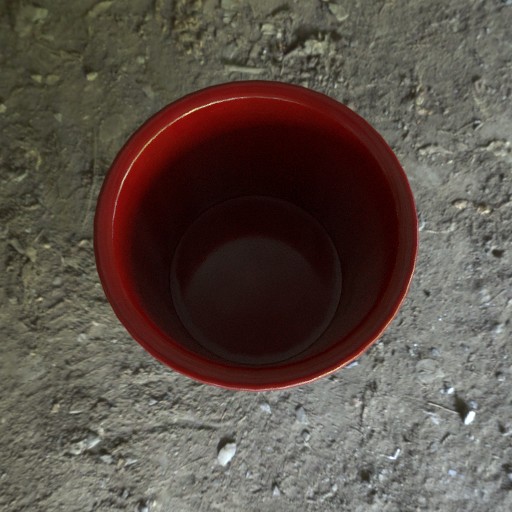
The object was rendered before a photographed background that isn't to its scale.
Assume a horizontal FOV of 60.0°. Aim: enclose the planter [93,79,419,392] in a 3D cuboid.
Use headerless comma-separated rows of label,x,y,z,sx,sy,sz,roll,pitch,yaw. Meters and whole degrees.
planter,0.000,0.000,0.406,0.230,0.202,0.230,0,76,0
